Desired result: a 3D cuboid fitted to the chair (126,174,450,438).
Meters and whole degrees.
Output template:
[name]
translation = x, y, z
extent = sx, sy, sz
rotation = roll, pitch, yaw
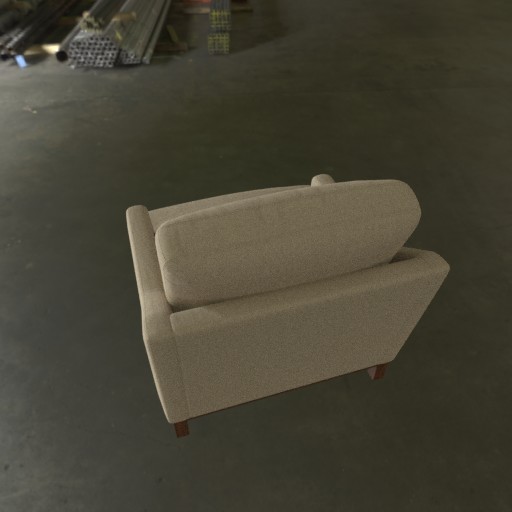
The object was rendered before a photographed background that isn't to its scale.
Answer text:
[chair]
translation = 0.000, 0.000, 1.701
extent = 0.912, 0.916, 1.001
rotation = -12, 42, -13
